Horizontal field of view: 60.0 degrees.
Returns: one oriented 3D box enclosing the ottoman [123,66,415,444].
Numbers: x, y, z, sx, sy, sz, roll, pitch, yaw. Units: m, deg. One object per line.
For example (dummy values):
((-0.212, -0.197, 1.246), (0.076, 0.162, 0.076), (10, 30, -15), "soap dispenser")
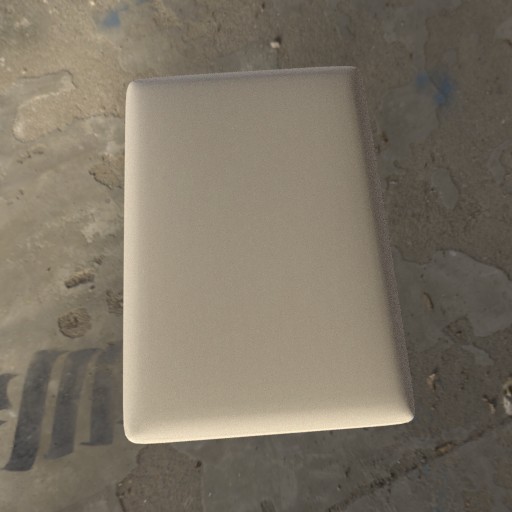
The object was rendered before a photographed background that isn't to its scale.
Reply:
((0.000, 0.000, 1.159), (0.581, 0.497, 0.835), (-4, 75, -1), "ottoman")
